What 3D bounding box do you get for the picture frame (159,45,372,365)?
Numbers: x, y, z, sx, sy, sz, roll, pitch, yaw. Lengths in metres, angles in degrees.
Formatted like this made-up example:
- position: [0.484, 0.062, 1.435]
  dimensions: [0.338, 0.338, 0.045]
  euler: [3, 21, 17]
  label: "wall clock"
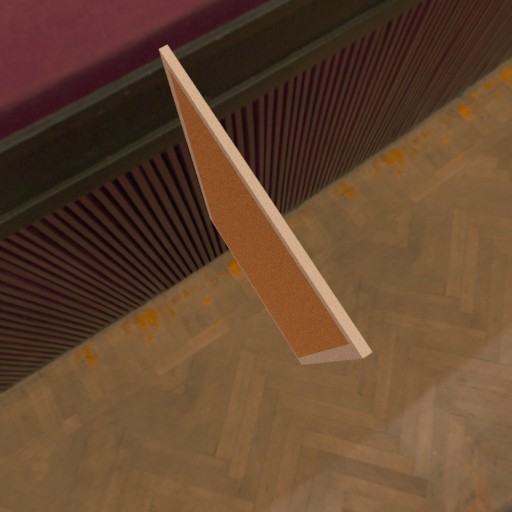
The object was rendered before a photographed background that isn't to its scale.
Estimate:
- position: [0.000, 0.000, 0.842]
  dimensions: [0.013, 0.657, 0.457]
  euler: [-31, 78, -7]
  label: "picture frame"
